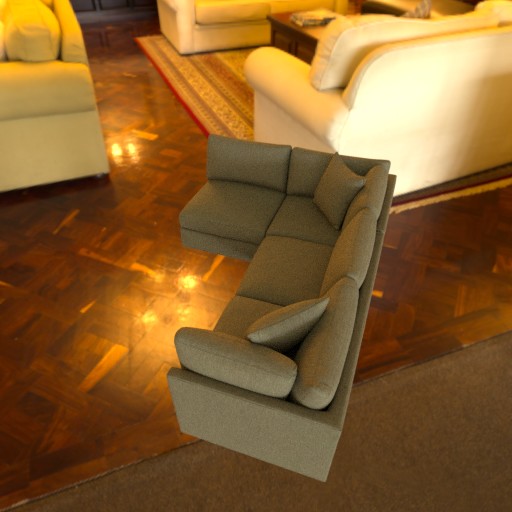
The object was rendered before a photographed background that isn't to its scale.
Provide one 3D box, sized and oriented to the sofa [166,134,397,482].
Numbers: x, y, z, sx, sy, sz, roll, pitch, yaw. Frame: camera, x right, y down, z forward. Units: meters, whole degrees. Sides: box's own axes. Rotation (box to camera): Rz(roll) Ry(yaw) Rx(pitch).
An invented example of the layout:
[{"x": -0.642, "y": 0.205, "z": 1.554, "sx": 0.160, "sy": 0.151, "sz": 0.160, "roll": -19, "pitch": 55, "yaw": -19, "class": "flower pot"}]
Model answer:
[{"x": 0.000, "y": 0.000, "z": 3.787, "sx": 1.994, "sy": 0.978, "sz": 2.896, "roll": 13, "pitch": 42, "yaw": 15, "class": "sofa"}]
